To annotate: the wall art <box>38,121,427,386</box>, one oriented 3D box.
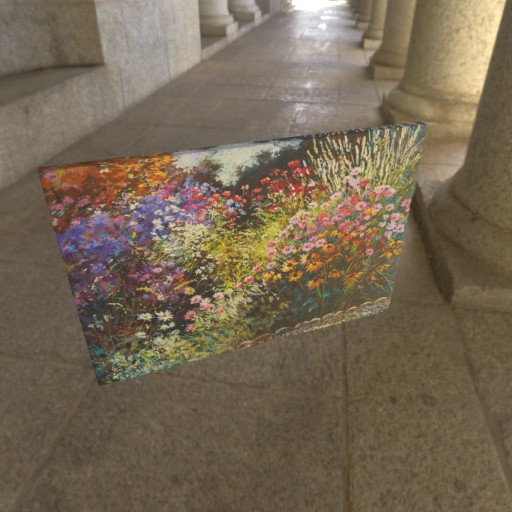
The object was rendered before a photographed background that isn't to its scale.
[{"bbox_3d":[0.000,0.000,1.457,1.136,0.760,0.042,-11,35,-17],"label":"wall art"}]
